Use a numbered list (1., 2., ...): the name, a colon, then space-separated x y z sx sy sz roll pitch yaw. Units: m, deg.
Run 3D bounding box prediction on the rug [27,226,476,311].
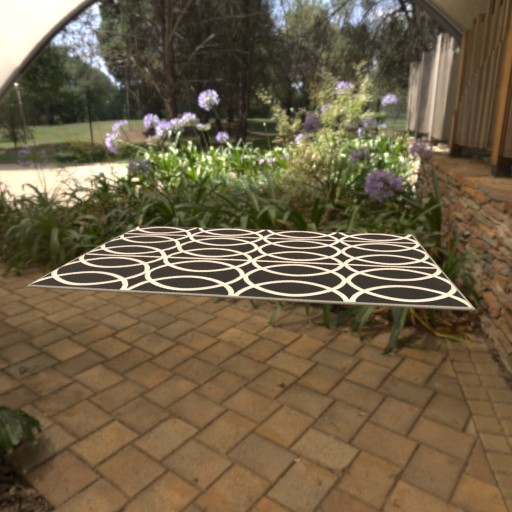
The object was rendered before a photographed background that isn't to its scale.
1. rug: 0.000 0.000 2.942 2.294 0.014 1.528 2 16 8
